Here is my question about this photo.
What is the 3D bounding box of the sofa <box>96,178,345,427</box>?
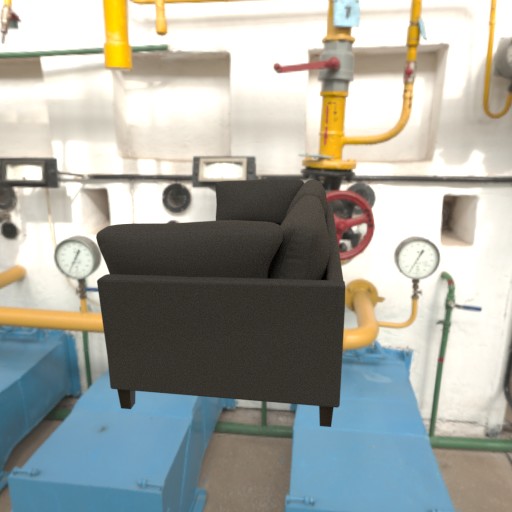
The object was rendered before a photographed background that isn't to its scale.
[{"bbox_3d":[0.000,0.000,2.753,0.969,0.792,2.312,2,15,8],"label":"sofa"}]
